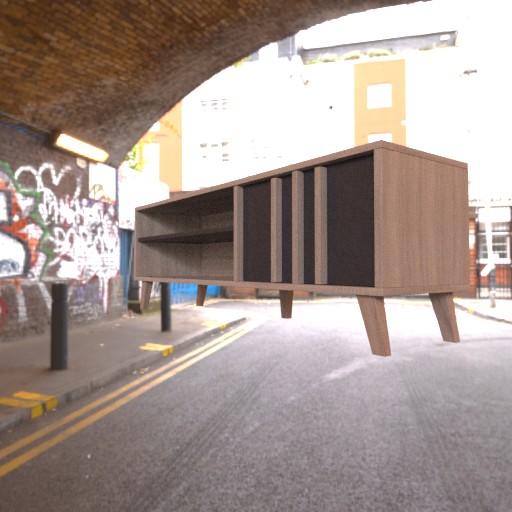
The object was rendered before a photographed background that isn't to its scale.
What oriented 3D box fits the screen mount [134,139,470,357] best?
[{"bbox_3d":[0.000,0.000,1.743,0.401,0.509,1.500,1,-2,-37],"label":"screen mount"}]
